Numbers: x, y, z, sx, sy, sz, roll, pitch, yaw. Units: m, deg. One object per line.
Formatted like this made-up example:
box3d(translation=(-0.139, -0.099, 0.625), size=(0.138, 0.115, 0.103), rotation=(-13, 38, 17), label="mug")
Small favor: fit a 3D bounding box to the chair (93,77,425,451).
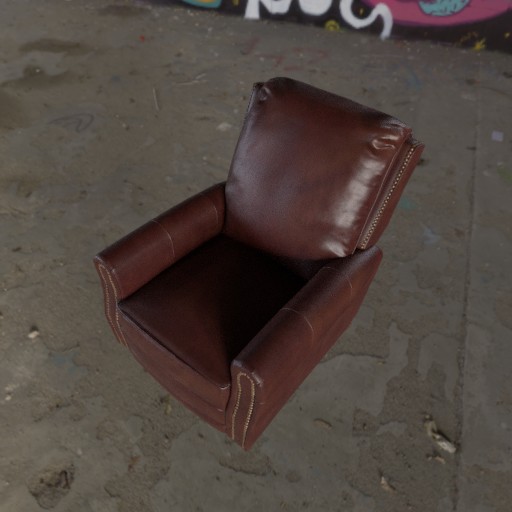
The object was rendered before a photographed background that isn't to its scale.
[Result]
box3d(translation=(0.000, 0.000, 1.789), size=(0.826, 1.022, 1.089), rotation=(32, 55, 26), label="chair")
